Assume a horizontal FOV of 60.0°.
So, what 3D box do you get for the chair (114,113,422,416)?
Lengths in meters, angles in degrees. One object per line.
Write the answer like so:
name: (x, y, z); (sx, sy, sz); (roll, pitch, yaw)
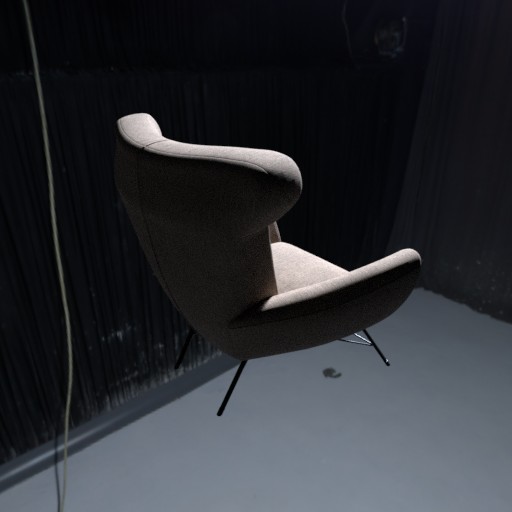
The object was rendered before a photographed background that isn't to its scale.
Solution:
chair: (0.000, 0.000, 1.753); (0.900, 1.040, 0.980); (-19, 32, -34)
